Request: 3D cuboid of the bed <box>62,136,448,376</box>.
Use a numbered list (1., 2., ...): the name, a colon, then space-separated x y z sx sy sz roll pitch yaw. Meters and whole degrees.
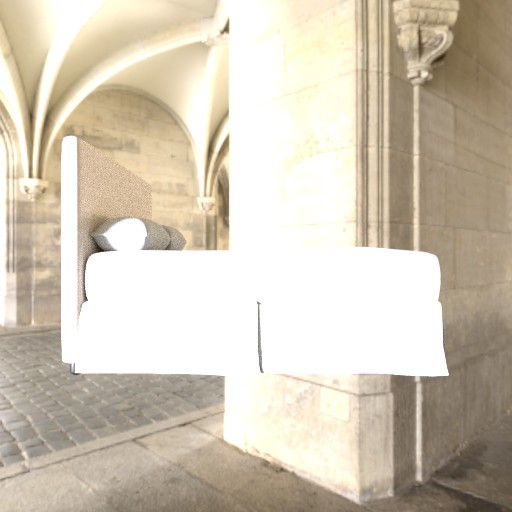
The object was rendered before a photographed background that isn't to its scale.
1. bed: 0.000 0.000 3.228 2.142 1.330 1.748 0 0 0
